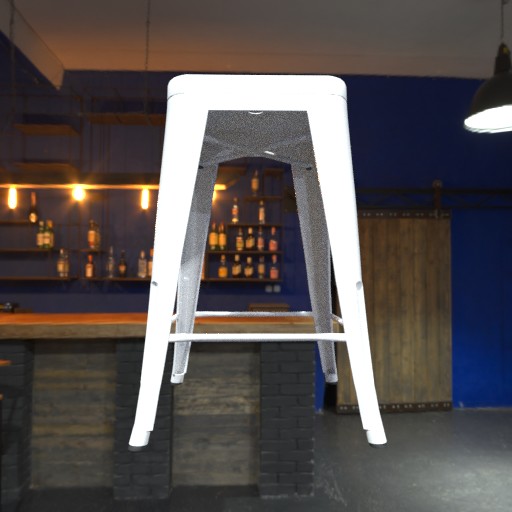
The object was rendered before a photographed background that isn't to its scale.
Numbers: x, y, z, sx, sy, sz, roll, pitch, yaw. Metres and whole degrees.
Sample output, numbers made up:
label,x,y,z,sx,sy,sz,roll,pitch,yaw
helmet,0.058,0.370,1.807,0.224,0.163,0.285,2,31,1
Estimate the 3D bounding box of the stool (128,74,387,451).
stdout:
label,x,y,z,sx,sy,sz,roll,pitch,yaw
stool,0.000,0.000,0.894,0.406,0.610,0.406,0,-1,-1
